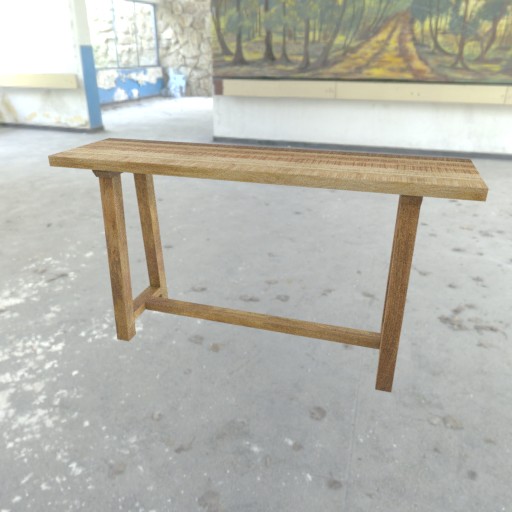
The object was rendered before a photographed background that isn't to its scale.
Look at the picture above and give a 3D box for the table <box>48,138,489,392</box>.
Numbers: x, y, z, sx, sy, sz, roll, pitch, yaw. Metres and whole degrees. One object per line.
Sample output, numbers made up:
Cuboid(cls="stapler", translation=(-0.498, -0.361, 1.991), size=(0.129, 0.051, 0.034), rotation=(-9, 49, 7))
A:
Cuboid(cls="table", translation=(0.000, 0.000, 1.823), size=(1.524, 0.810, 0.405), rotation=(7, 26, 15))
